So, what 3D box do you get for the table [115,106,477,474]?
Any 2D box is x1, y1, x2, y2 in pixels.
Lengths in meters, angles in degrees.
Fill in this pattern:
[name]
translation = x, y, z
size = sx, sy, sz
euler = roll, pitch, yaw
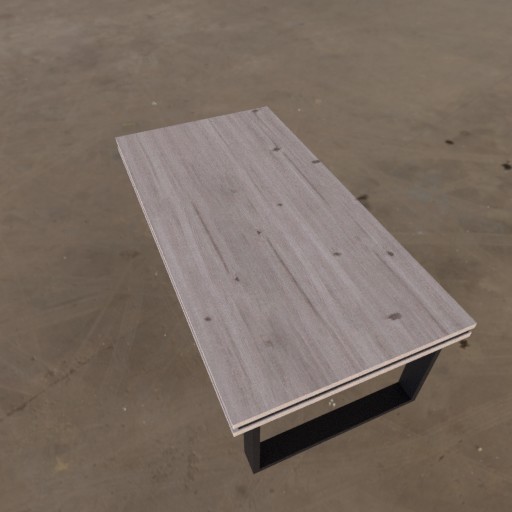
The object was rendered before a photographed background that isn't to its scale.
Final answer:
[table]
translation = 0.000, 0.000, 1.681
size = 0.700, 0.450, 1.350
euler = -17, 47, -16
